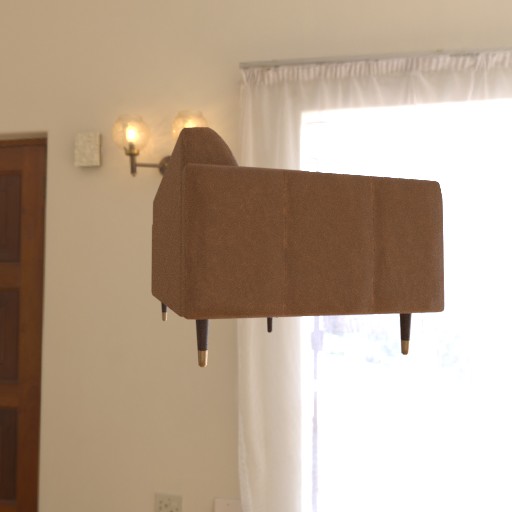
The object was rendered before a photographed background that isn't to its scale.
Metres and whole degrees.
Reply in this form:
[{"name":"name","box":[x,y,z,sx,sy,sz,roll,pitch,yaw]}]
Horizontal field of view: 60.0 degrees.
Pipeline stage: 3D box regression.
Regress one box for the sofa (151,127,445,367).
[{"name":"sofa","box":[0.000,0.000,2.371,0.993,0.821,1.847,1,-2,-16]}]
